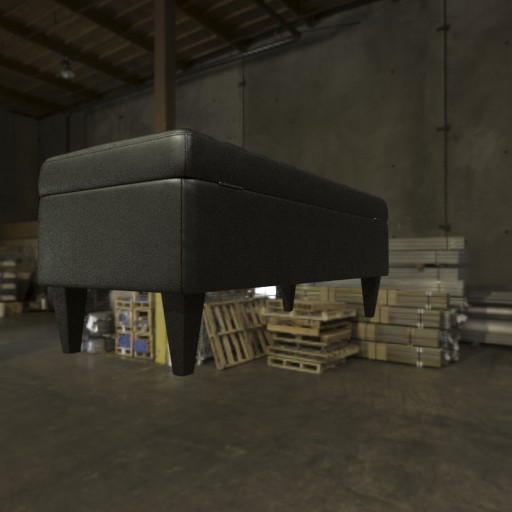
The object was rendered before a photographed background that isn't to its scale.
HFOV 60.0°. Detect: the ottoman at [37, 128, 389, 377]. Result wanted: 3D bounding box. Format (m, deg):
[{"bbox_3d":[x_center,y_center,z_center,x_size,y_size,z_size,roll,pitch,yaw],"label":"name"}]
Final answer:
[{"bbox_3d":[0.000,0.000,1.372,0.482,0.469,1.151,0,-1,34],"label":"ottoman"}]
